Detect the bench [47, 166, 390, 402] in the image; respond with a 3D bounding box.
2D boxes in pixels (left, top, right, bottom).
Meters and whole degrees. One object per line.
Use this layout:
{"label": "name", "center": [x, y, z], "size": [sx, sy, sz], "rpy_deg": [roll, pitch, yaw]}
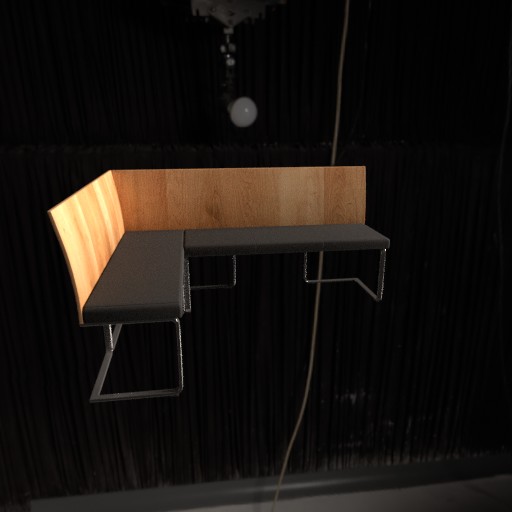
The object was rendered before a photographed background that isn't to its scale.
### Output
{"label": "bench", "center": [0.000, 0.000, 2.789], "size": [1.945, 0.930, 1.495], "rpy_deg": [-2, 17, -8]}
